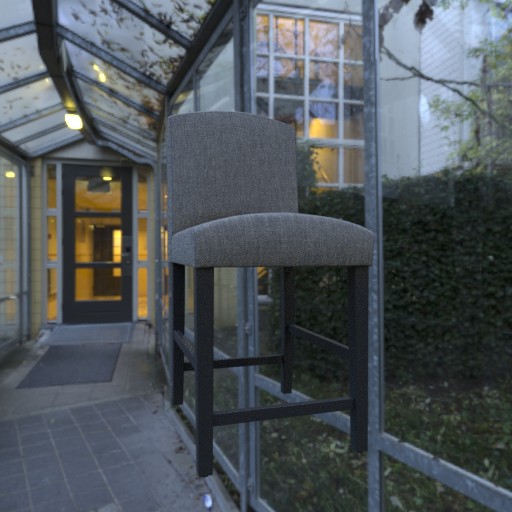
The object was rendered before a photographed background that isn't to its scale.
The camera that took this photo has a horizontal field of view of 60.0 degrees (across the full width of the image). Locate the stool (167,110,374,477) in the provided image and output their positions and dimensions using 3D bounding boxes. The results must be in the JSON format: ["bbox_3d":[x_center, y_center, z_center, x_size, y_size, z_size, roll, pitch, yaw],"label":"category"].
[{"bbox_3d":[0.000,0.000,1.264,0.451,0.966,0.552,0,1,-18],"label":"stool"}]
